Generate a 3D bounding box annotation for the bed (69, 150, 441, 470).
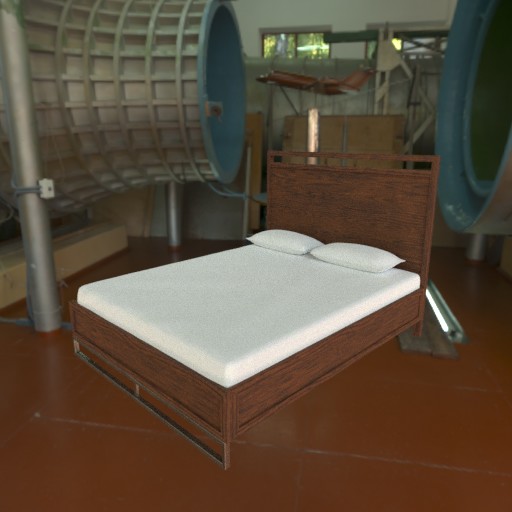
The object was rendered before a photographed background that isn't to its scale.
[{"bbox_3d":[0.000,0.000,3.400,1.765,1.487,2.218,14,21,43],"label":"bed"}]
